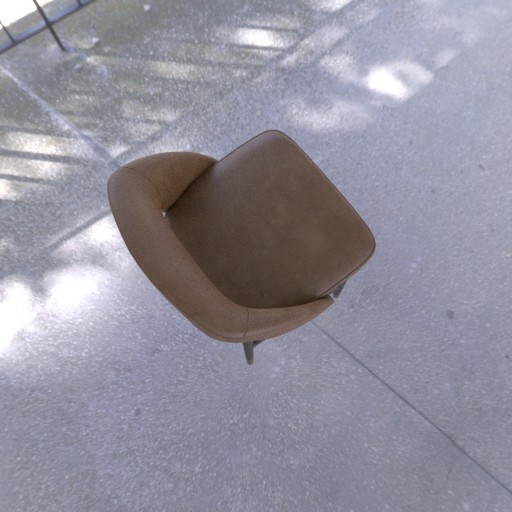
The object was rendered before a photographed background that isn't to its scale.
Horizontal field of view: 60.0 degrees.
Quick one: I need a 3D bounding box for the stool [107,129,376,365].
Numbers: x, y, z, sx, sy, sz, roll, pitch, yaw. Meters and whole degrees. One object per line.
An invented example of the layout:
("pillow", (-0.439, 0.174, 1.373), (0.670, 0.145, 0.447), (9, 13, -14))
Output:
("stool", (0.000, 0.000, 1.292), (0.509, 1.037, 0.494), (-36, 78, -9))
